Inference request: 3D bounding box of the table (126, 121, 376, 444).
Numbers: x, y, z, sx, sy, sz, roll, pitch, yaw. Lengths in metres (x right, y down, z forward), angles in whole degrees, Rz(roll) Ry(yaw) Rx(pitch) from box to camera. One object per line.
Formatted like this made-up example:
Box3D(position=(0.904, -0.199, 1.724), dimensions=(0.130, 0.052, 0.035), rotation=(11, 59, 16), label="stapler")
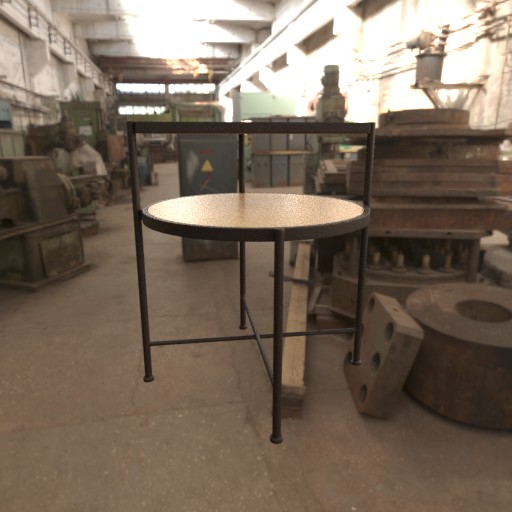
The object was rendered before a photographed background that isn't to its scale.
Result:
Box3D(position=(0.000, 0.000, 1.179), dimensions=(0.629, 0.684, 0.628), rotation=(-2, 15, -8), label="table")
